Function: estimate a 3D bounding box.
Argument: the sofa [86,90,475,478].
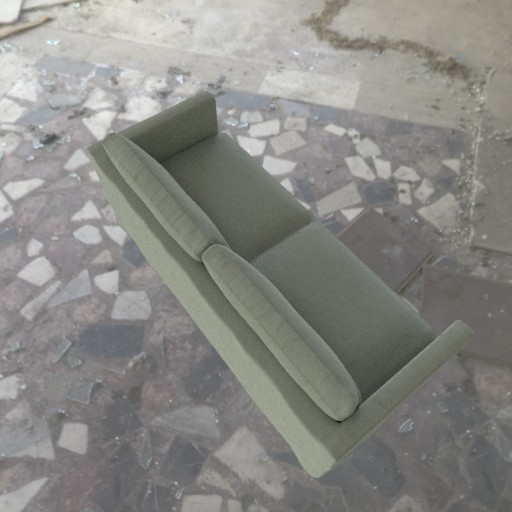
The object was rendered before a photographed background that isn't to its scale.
[{"bbox_3d":[0.000,0.000,2.684,0.962,0.853,2.312,-33,64,-19],"label":"sofa"}]
